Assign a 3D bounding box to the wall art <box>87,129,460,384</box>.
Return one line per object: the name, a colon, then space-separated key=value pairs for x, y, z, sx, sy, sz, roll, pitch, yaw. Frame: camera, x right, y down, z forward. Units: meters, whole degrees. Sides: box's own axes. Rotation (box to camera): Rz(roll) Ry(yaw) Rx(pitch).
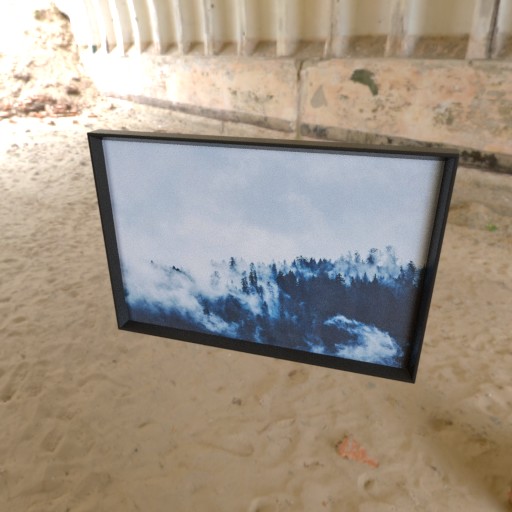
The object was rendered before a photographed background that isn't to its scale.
wall art: x=0.000 y=0.000 z=1.242 sx=0.939 sy=0.640 sz=0.058 roll=7 pitch=26 yaw=15
